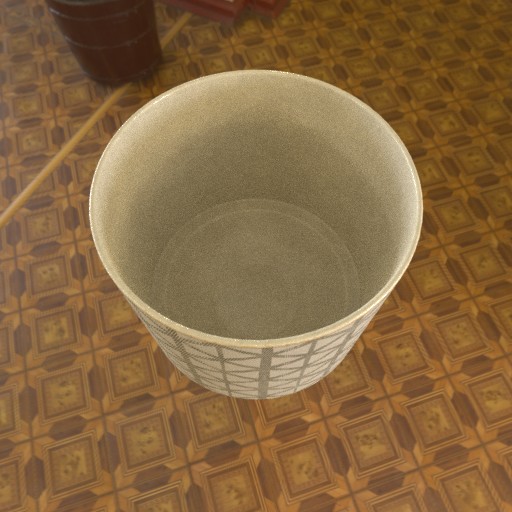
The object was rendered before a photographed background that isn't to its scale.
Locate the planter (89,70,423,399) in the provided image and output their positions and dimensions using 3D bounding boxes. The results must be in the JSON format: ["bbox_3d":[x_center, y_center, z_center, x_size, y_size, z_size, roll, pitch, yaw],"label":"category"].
[{"bbox_3d":[0.000,0.000,0.441,0.250,0.239,0.250,0,63,0],"label":"planter"}]
